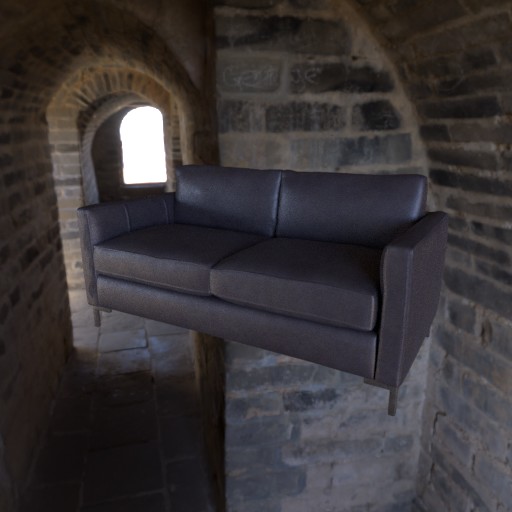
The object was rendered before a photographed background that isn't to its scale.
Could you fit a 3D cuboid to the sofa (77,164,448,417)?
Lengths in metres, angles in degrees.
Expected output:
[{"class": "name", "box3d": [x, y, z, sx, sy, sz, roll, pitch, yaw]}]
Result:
[{"class": "sofa", "box3d": [0.000, 0.000, 2.364, 1.805, 0.883, 0.947, 8, 17, 27]}]
